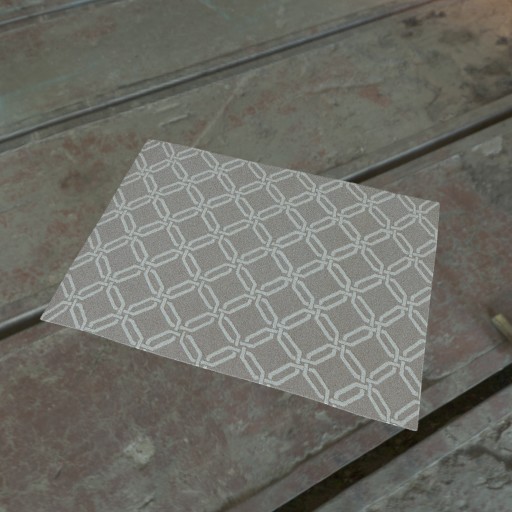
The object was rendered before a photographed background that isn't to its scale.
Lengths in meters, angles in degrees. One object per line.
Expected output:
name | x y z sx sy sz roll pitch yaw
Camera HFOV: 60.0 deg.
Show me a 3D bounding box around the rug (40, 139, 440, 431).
rug | 0.000 0.000 2.750 2.135 0.013 1.524 14 59 9
